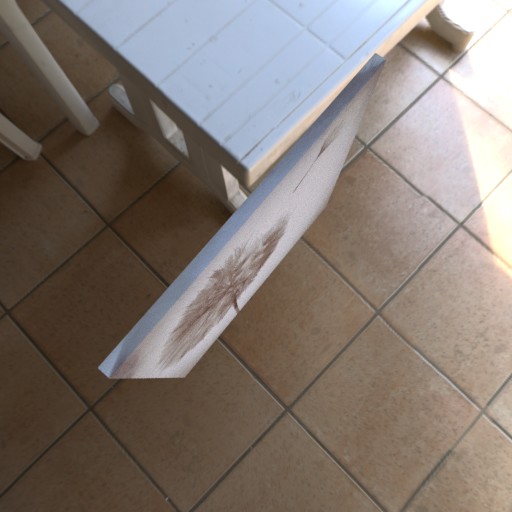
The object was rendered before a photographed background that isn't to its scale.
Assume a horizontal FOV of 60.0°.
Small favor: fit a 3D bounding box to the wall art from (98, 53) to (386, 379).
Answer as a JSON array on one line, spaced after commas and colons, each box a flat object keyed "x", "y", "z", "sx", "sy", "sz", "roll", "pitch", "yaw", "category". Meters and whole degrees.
[{"x": 0.000, "y": 0.000, "z": 1.144, "sx": 0.027, "sy": 0.762, "sz": 0.762, "roll": 38, "pitch": 78, "yaw": 10, "category": "wall art"}]
